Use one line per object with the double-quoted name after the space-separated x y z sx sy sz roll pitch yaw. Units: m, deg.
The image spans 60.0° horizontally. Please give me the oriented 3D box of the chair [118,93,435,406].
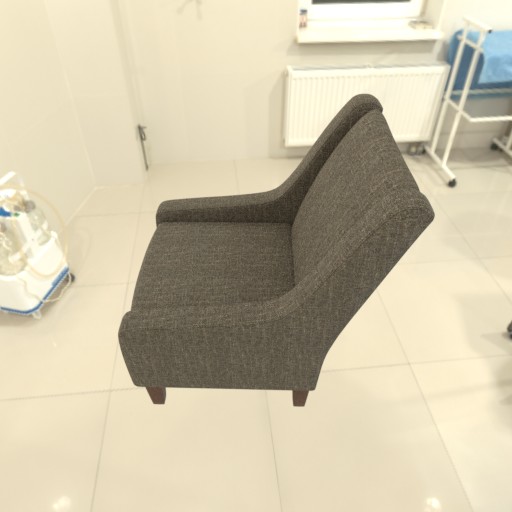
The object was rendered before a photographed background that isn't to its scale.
0.000 0.000 1.748 0.944 1.012 0.793 1 41 1 "chair"
